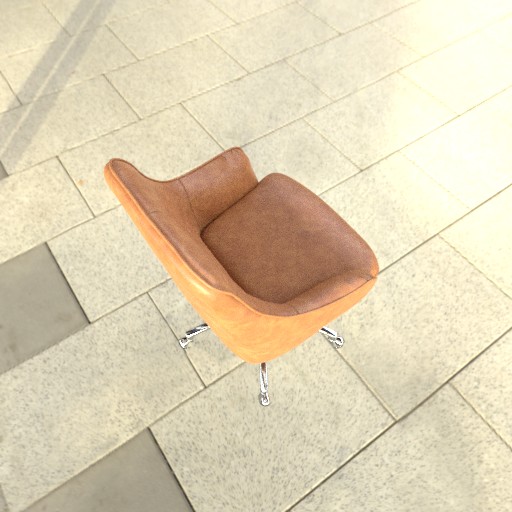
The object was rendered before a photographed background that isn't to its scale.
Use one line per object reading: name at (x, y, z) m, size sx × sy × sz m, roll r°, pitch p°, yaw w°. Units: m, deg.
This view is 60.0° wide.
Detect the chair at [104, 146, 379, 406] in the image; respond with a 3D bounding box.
chair at (0.000, 0.000, 1.341) m, size 0.615 × 0.909 × 0.628 m, roll -33°, pitch 63°, yaw -19°
